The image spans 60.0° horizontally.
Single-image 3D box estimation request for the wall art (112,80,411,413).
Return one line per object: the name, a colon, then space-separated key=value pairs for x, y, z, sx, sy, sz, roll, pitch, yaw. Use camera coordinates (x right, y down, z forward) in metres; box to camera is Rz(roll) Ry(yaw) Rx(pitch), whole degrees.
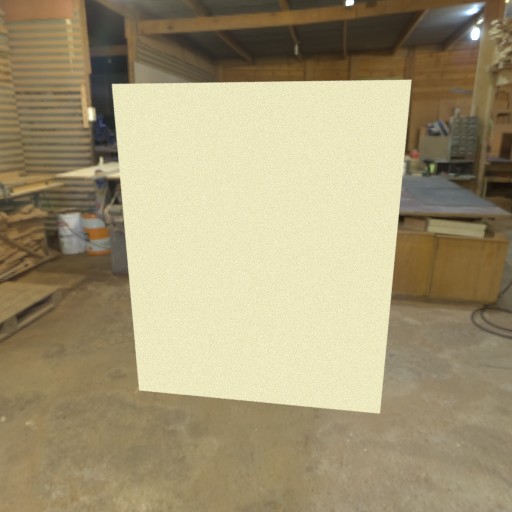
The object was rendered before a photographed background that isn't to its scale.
wall art: x=0.000 y=0.000 z=0.758 sx=0.451 sy=0.553 sz=0.039 roll=3 pitch=17 yaw=9
